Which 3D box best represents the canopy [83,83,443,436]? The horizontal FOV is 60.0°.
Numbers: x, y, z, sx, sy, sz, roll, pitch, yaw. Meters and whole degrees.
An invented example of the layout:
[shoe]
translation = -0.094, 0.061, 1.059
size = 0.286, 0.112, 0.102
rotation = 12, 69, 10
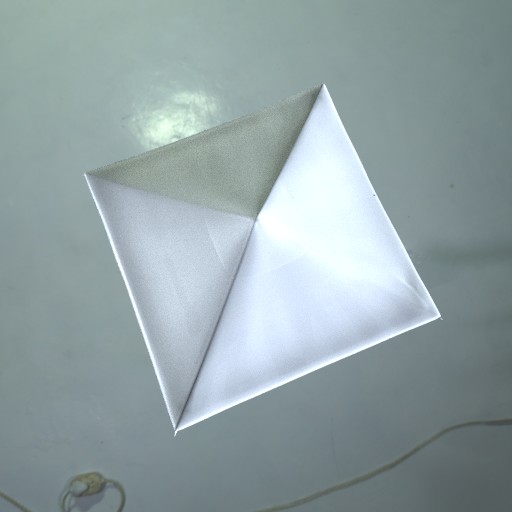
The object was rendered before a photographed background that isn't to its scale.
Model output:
[canopy]
translation = 0.000, 0.000, 5.361
size = 2.996, 2.998, 2.994
rotation = -22, 78, -5
